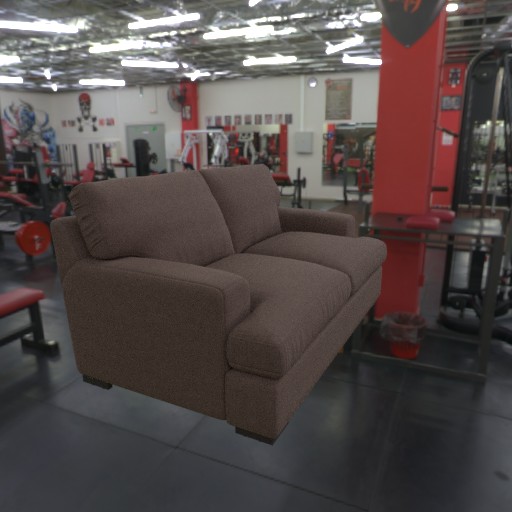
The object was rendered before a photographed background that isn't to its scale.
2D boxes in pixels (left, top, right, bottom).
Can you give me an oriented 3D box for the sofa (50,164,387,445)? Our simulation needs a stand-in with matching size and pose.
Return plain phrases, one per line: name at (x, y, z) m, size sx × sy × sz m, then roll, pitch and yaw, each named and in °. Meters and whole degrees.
sofa at (0.000, 0.000, 2.537) m, size 1.140 × 0.950 × 1.869 m, roll 7°, pitch 16°, yaw 26°
